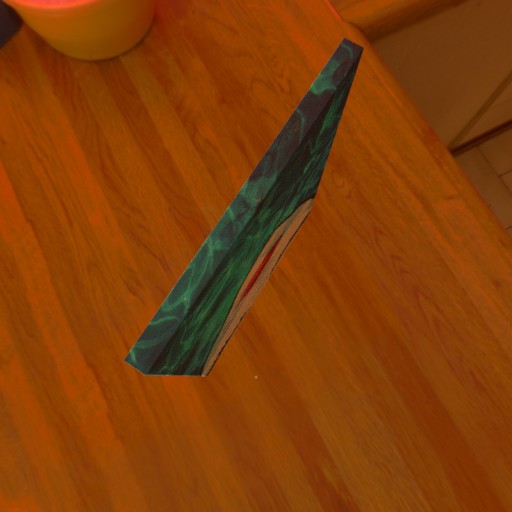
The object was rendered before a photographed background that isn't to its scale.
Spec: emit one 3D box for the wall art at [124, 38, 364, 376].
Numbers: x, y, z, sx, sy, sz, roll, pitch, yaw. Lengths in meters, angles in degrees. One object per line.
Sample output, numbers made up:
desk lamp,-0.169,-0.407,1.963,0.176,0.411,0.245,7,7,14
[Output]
wall art,0.000,0.000,1.024,0.038,0.760,0.609,31,77,8
